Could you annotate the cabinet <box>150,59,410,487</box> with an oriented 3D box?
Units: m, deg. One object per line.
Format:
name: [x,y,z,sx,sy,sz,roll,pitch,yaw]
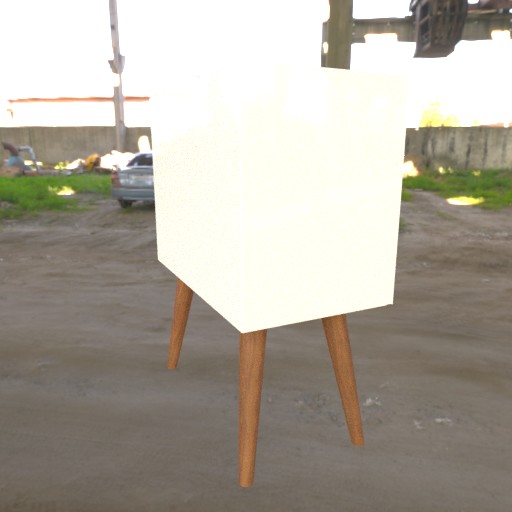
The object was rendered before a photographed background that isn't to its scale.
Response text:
cabinet: [0.000,0.000,1.087,0.344,0.772,0.591,-7,15,-25]
